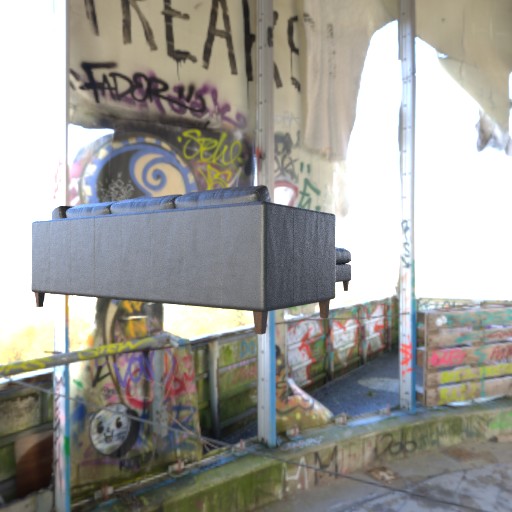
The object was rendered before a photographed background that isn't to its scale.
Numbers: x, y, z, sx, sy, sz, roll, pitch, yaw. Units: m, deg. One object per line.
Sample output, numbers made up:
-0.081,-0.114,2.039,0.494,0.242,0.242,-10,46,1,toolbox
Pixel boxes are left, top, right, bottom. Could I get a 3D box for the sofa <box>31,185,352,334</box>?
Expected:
0.000,0.000,4.494,2.452,0.891,3.324,0,0,35,sofa
